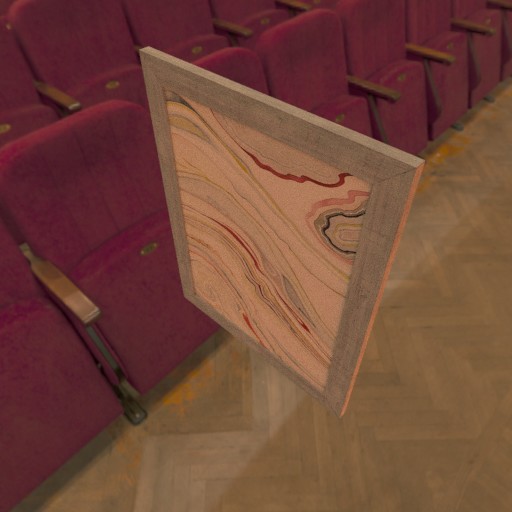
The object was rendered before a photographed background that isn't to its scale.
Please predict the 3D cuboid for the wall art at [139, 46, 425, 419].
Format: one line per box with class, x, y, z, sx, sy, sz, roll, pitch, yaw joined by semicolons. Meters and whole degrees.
wall art;0.000;0.000;0.810;0.481;0.613;0.020;33;54;28
